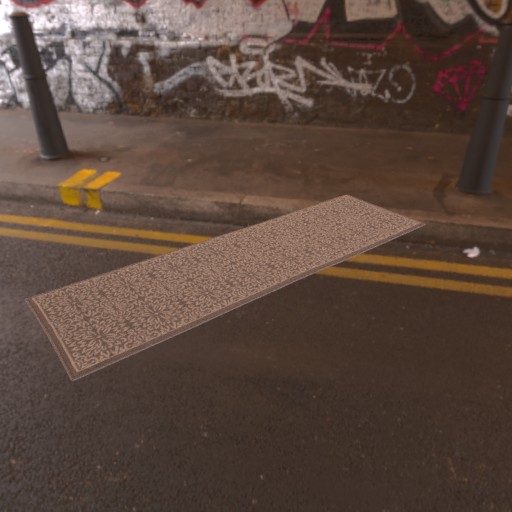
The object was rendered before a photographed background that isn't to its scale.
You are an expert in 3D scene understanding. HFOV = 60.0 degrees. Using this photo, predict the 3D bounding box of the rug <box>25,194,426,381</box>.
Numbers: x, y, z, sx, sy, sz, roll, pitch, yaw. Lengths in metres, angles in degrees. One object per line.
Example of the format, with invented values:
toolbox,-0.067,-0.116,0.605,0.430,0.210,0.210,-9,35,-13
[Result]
rug,0.000,0.000,2.412,2.196,0.011,0.662,-21,35,-33
